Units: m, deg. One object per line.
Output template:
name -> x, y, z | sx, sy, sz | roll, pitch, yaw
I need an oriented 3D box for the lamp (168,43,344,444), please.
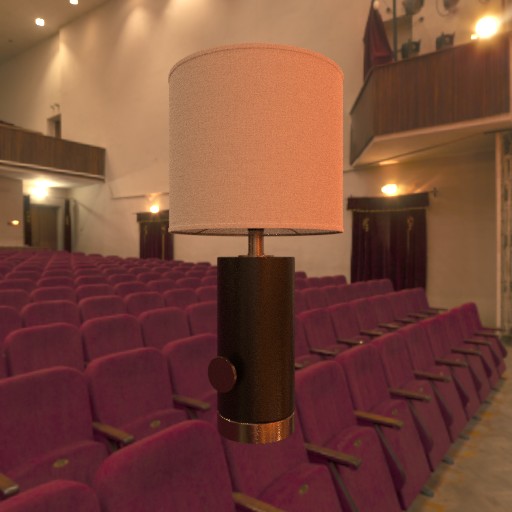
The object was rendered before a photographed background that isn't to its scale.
lamp -> 0.000, 0.000, 0.621 | 0.241, 0.482, 0.240 | 0, 0, 37
